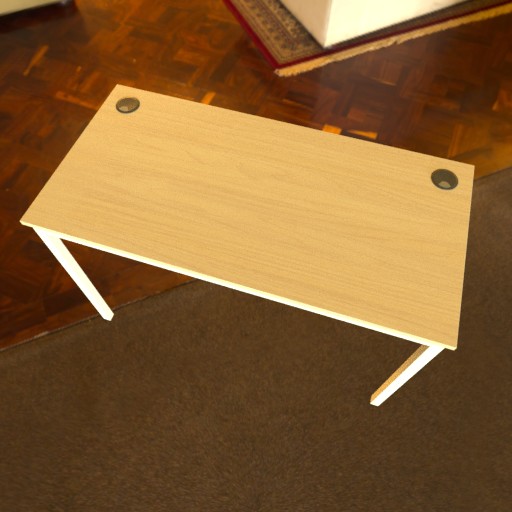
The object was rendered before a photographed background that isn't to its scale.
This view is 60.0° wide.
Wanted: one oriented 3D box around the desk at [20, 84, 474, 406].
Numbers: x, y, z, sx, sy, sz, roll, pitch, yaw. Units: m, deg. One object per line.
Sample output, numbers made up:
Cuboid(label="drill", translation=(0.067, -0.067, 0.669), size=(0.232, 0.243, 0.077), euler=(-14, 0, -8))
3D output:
Cuboid(label="desk", translation=(0.000, 0.000, 1.615), size=(1.200, 0.750, 0.600), euler=(16, 61, 9))
